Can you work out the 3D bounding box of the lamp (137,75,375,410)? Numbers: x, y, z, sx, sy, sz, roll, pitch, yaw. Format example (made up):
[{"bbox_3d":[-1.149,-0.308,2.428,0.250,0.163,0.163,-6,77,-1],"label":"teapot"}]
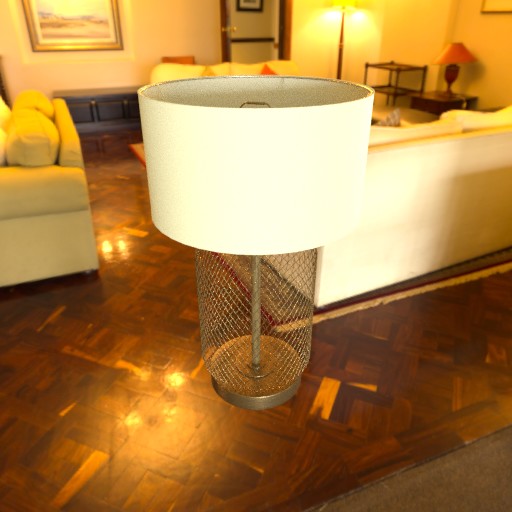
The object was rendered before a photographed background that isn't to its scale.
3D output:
[{"bbox_3d":[0.000,0.000,0.809,0.353,0.578,0.353,0,28,0],"label":"lamp"}]
